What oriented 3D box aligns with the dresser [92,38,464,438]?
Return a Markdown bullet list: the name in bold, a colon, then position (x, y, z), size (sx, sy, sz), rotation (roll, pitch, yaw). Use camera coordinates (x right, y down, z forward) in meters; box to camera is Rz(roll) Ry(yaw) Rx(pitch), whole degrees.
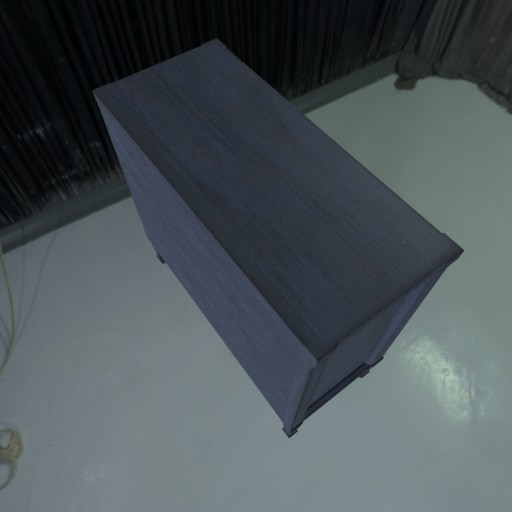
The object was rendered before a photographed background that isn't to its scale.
- **dresser**: position (0.000, 0.000, 1.612), size (0.463, 0.986, 1.049), rotation (-32, 63, -18)
